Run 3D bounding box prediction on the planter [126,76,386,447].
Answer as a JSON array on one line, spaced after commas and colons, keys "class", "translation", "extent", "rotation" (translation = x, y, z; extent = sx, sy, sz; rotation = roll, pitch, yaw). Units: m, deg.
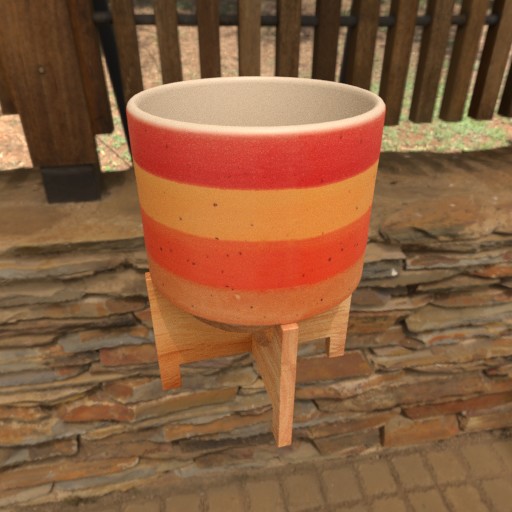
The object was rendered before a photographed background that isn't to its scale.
[{"class": "planter", "translation": [0.000, 0.000, 0.547], "extent": [0.269, 0.379, 0.269], "rotation": [0, 31, 0]}]
